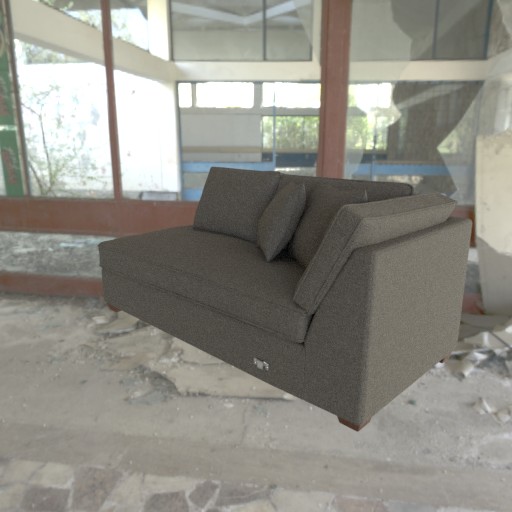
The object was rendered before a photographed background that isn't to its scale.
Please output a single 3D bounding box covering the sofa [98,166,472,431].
[{"bbox_3d":[0.000,0.000,2.848,2.237,1.033,1.110,14,20,42],"label":"sofa"}]
